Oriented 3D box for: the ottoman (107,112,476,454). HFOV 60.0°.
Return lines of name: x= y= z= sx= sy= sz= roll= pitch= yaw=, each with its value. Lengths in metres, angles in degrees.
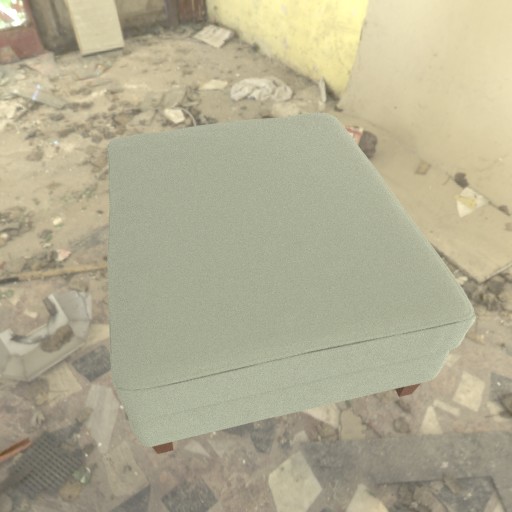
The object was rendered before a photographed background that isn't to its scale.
ottoman: x=0.000 y=0.000 z=1.411 sx=0.842 sy=0.494 sz=0.991 roll=-10 pitch=47 yaw=-9
